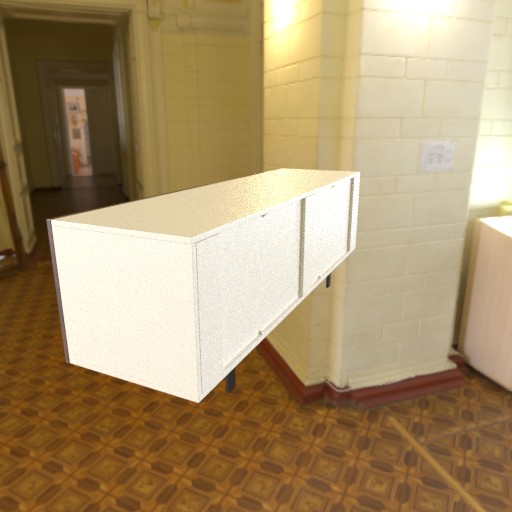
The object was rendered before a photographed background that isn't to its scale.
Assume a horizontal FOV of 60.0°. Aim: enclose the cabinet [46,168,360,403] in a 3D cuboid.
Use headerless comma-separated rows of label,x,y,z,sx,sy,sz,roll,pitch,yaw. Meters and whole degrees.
cabinet,0.000,0.000,1.733,0.431,0.533,1.499,8,18,25
